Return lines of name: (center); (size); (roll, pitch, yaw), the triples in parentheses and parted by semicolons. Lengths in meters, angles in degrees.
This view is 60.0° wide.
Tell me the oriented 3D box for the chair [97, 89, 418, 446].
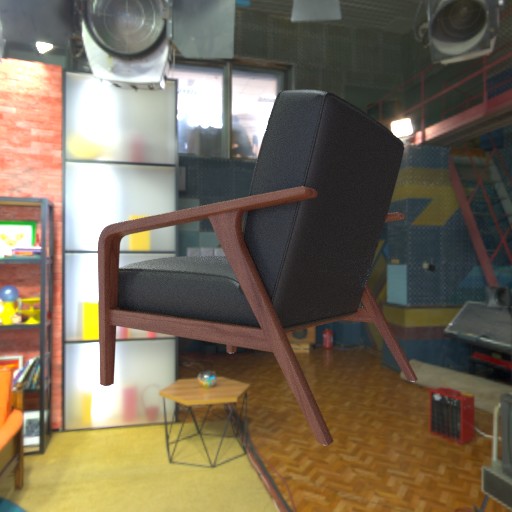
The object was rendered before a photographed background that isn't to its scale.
chair: (0.000, 0.000, 1.524); (0.889, 0.861, 0.719); (-1, -1, 36)
